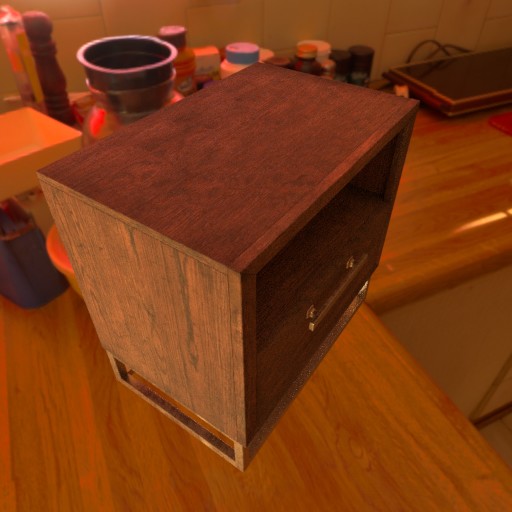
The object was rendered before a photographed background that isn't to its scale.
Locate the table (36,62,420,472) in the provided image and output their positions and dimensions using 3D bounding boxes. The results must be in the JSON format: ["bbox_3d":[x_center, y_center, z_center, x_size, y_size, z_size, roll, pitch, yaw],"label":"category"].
[{"bbox_3d":[0.000,0.000,1.244,0.542,0.746,0.767,25,48,25],"label":"table"}]
